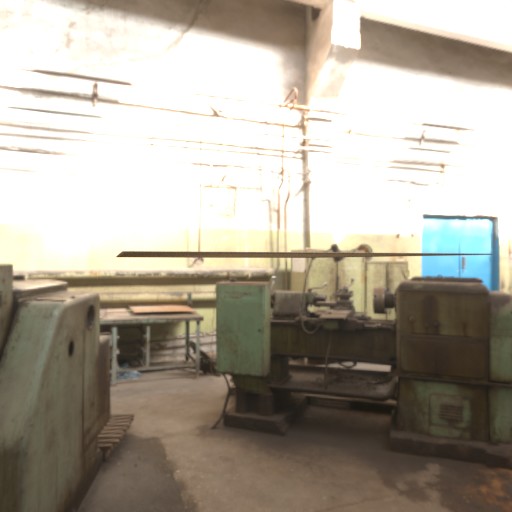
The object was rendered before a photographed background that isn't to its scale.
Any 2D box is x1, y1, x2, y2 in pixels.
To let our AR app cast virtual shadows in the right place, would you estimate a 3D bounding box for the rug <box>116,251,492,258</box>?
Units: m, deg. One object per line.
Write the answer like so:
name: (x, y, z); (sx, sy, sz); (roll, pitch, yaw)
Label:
rug: (0.000, 0.000, 4.110); (2.453, 0.010, 3.037); (0, -1, -18)
